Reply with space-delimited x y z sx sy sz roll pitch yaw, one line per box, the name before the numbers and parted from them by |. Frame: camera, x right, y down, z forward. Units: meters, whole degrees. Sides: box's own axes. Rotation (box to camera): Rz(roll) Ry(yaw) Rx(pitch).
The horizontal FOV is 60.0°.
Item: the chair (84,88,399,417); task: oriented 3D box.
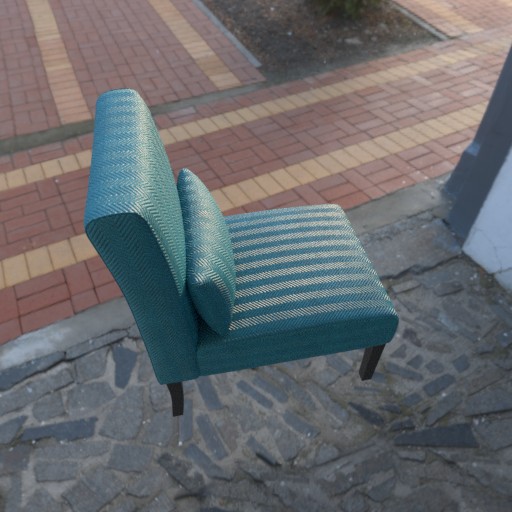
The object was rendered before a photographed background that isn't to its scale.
chair | 0.000 0.000 1.425 0.808 0.927 0.579 -8 47 -8
